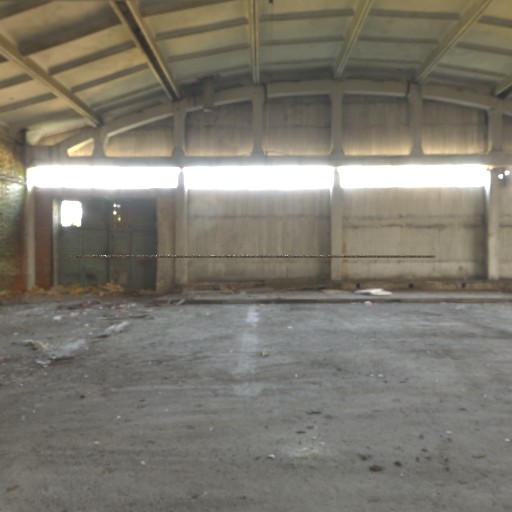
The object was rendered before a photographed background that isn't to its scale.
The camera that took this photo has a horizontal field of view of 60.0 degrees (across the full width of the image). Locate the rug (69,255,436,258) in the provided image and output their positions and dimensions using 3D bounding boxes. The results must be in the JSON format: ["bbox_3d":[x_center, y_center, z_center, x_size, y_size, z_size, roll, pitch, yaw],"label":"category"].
[{"bbox_3d":[0.000,0.000,3.078,1.549,0.010,2.464,0,0,1],"label":"rug"}]
